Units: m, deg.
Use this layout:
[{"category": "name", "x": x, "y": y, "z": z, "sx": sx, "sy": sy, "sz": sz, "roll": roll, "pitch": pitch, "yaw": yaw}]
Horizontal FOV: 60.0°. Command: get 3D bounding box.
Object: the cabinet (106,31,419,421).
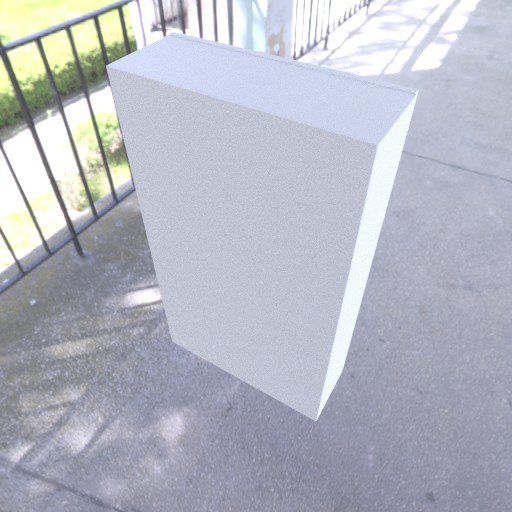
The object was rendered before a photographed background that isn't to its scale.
[{"category": "cabinet", "x": 0.000, "y": 0.000, "z": 2.629, "sx": 1.250, "sy": 2.160, "sz": 0.480, "roll": 23, "pitch": 50, "yaw": 21}]
